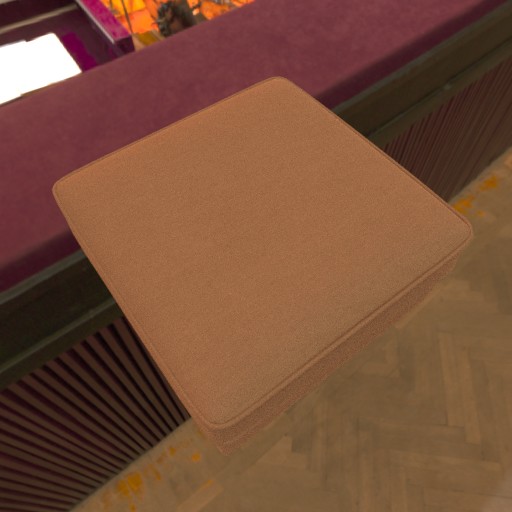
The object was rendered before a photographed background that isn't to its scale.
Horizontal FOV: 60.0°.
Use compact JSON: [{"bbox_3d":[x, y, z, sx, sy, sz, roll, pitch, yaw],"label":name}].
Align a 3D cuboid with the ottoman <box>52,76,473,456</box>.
[{"bbox_3d":[0.000,0.000,1.004,0.616,0.438,0.613,-32,63,-19],"label":"ottoman"}]
